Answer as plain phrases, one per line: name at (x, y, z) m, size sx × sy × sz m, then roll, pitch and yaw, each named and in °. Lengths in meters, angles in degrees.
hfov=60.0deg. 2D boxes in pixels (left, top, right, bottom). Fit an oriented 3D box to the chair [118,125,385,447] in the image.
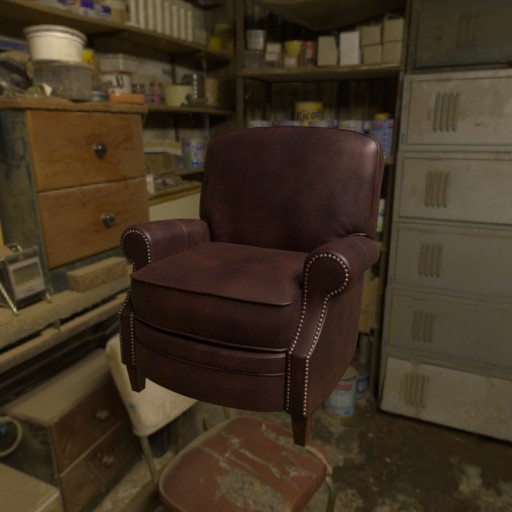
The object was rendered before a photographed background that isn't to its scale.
chair at (0.000, 0.000, 1.793) m, size 0.936 × 1.018 × 0.986 m, roll 8°, pitch 17°, yaw 26°
